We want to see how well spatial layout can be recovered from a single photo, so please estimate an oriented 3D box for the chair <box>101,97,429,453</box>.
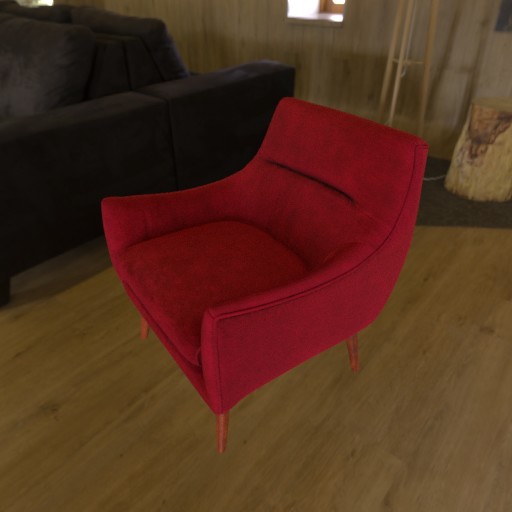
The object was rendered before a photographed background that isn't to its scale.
[{"bbox_3d":[0.000,0.000,1.467,0.787,0.838,0.762,-20,38,-29],"label":"chair"}]
